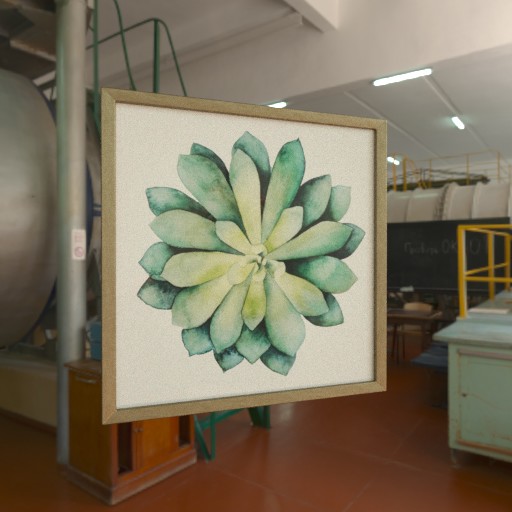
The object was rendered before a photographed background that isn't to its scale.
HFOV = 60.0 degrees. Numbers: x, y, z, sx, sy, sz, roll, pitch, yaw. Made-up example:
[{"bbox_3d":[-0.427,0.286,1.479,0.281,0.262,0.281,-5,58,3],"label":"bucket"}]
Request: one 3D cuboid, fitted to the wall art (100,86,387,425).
[{"bbox_3d":[0.000,0.000,0.763,0.503,0.506,0.040,0,0,-19],"label":"wall art"}]
